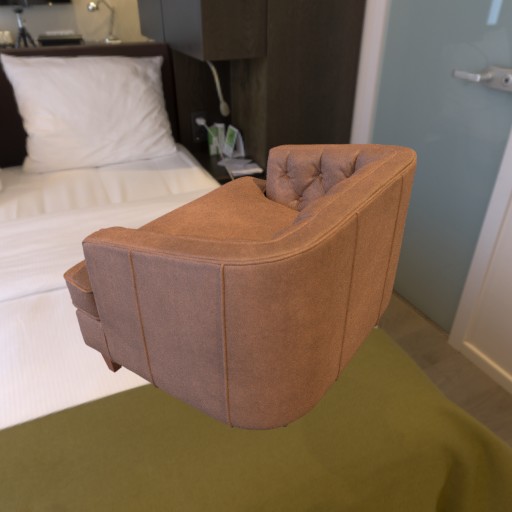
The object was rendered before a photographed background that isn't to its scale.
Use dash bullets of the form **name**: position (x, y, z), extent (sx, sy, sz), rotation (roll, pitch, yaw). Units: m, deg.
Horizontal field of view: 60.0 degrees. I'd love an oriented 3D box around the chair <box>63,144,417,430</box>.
- **chair**: position (0.000, 0.000, 1.697), extent (0.914, 0.787, 1.118), rotation (20, 37, 29)
